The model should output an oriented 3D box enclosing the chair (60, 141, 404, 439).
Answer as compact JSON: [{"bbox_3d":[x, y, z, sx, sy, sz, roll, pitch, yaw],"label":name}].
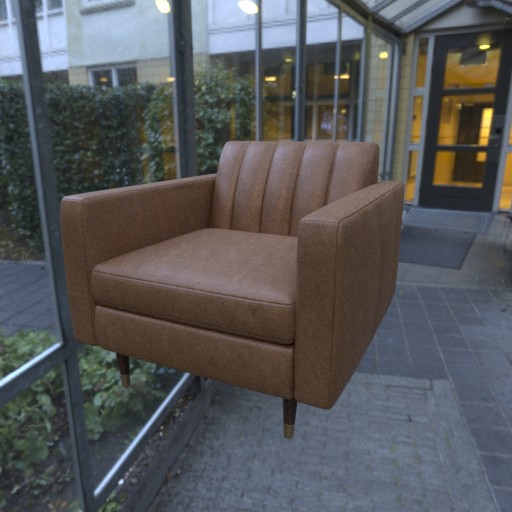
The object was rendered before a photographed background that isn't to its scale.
[{"bbox_3d":[0.000,0.000,1.661,0.953,0.819,0.998,7,17,25],"label":"chair"}]
